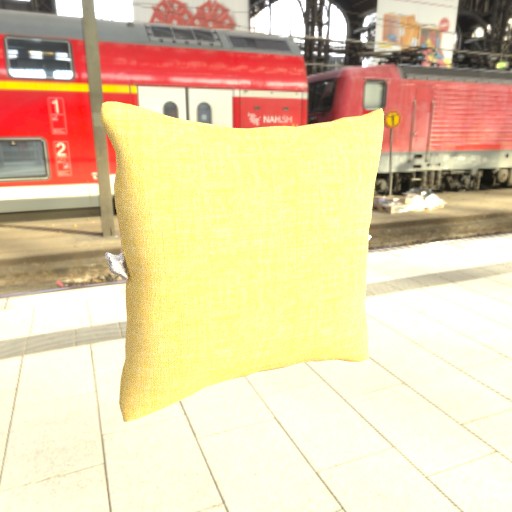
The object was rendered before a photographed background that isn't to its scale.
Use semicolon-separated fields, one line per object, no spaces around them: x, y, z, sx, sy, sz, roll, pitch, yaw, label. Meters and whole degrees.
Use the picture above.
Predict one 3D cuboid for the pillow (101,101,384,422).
0.000;0.000;0.748;0.485;0.481;0.167;-7;17;-24;pillow
